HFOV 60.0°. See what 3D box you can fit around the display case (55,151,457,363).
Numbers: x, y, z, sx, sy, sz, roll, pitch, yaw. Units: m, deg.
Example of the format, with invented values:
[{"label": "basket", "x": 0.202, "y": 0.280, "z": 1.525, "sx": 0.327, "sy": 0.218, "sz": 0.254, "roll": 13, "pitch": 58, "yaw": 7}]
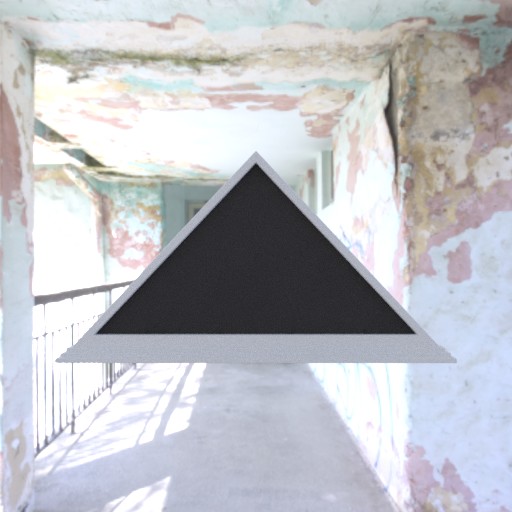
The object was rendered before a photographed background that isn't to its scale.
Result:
[{"label": "display case", "x": 0.000, "y": 0.000, "z": 0.752, "sx": 0.640, "sy": 0.340, "sz": 0.095, "roll": 0, "pitch": 0, "yaw": 0}]
